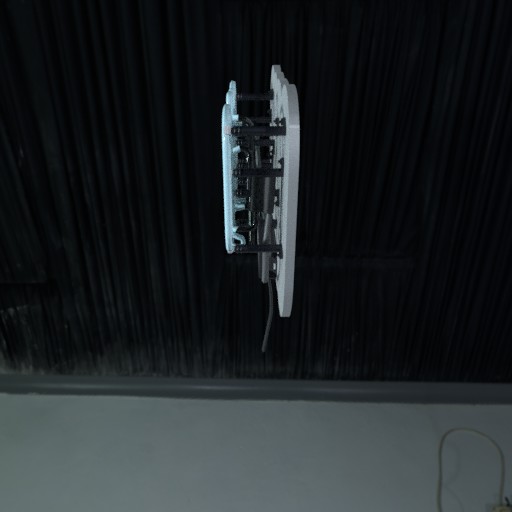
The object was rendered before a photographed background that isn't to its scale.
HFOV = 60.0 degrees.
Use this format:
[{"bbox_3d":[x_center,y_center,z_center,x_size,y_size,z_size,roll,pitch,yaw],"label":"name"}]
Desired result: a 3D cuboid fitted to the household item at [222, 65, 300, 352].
[{"bbox_3d":[0.000,0.000,0.384,0.042,0.294,0.211,0,28,-1],"label":"household item"}]
